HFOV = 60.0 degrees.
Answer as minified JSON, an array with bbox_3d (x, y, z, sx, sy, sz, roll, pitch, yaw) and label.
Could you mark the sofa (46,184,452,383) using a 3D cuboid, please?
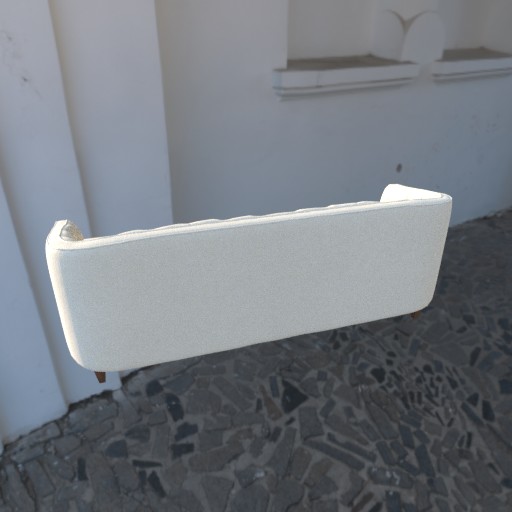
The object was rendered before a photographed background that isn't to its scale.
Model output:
[{"bbox_3d":[0.000,0.000,2.730,2.278,0.855,0.941,-8,29,-15],"label":"sofa"}]
